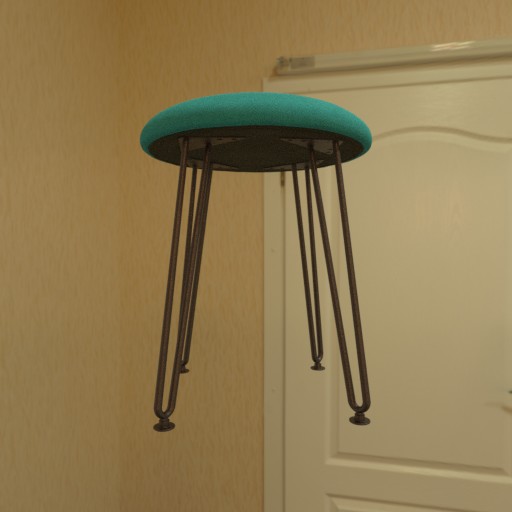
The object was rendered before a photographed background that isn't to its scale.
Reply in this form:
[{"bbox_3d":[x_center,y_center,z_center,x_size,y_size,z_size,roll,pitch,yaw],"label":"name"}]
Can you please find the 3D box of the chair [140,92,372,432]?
[{"bbox_3d":[0.000,0.000,0.694,0.350,0.430,0.350,0,1,-16],"label":"chair"}]
